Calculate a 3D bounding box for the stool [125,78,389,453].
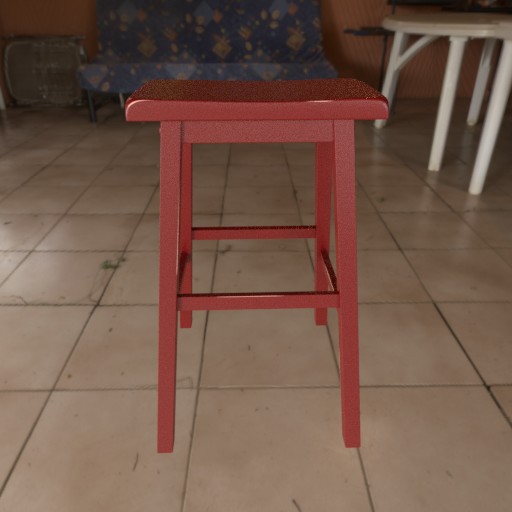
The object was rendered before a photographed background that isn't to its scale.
[{"bbox_3d":[0.000,0.000,1.023,0.457,0.737,0.476,-1,29,-2],"label":"stool"}]
